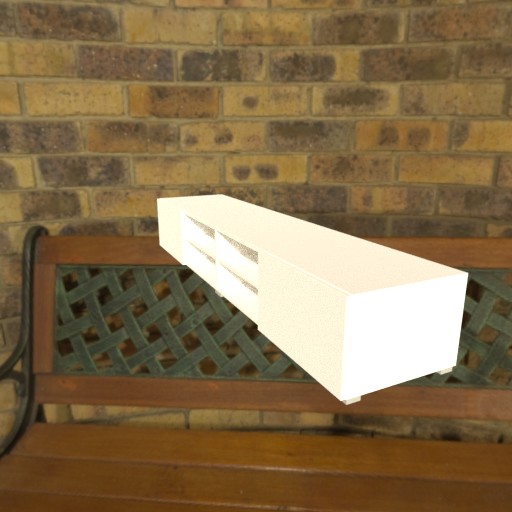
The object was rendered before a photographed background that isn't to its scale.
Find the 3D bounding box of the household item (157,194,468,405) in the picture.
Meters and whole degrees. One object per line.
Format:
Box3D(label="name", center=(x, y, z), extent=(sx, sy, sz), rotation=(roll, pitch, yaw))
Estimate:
Box3D(label="household item", center=(0.000, 0.000, 1.997), extent=(0.420, 0.310, 1.850), rotation=(-7, 17, -25))
